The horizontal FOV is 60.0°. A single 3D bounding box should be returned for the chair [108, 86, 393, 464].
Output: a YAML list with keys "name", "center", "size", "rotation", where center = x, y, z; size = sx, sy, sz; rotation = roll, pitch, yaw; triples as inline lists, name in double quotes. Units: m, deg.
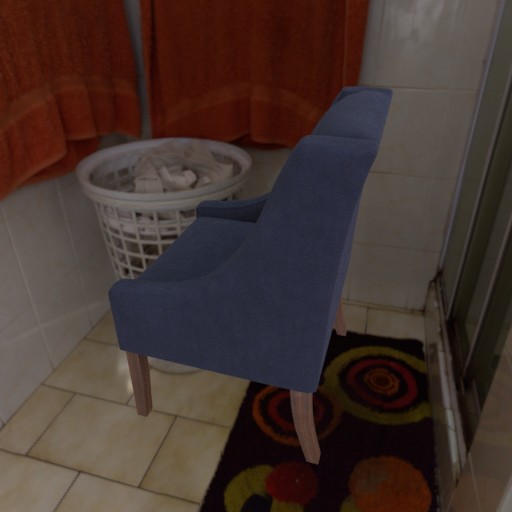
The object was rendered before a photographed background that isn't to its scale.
- name: "chair"
  center: [0.000, 0.000, 1.311]
  size: [0.629, 0.895, 0.629]
  rotation: [9, 31, 15]
